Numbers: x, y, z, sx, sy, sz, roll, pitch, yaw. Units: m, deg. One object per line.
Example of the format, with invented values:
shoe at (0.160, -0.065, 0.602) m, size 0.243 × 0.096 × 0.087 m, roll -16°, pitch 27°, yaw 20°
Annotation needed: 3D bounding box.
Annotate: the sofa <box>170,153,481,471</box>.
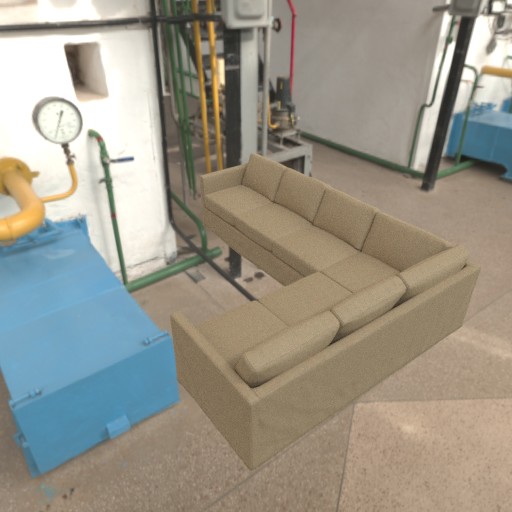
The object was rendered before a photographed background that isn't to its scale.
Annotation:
sofa at (0.000, 0.000, 4.341) m, size 2.432 × 0.871 × 3.182 m, roll -21°, pitch 38°, yaw -30°
